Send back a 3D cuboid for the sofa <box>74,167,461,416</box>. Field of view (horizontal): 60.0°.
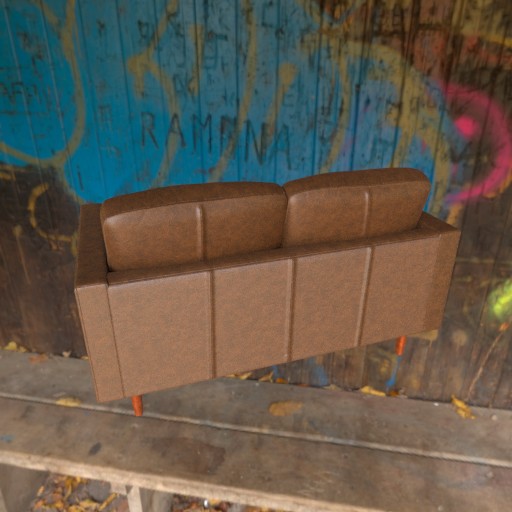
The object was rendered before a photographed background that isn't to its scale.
[{"bbox_3d":[0.000,0.000,2.170,1.578,0.951,0.909,-8,27,-16],"label":"sofa"}]
